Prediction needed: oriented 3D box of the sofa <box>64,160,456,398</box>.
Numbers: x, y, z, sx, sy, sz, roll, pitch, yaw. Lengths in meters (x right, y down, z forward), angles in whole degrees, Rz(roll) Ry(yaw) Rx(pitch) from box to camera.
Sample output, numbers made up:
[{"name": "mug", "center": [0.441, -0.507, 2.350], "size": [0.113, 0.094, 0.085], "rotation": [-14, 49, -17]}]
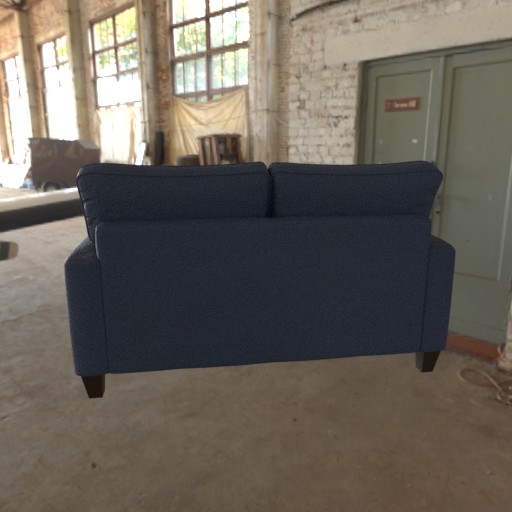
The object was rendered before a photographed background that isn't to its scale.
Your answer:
[{"name": "sofa", "center": [0.000, 0.000, 2.267], "size": [1.651, 0.965, 0.965], "rotation": [-2, 14, -8]}]
